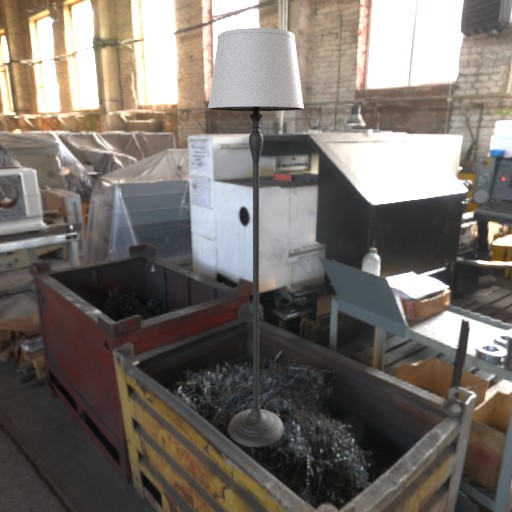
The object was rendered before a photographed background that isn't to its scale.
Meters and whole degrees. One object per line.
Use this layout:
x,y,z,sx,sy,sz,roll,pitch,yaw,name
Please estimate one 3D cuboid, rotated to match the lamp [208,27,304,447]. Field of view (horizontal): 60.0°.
0.000,0.000,1.666,0.327,1.506,0.327,3,16,10,lamp
